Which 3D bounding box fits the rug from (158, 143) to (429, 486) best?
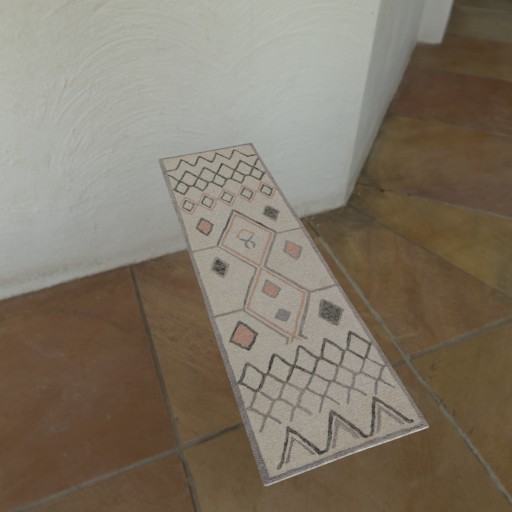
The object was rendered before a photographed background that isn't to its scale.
[{"bbox_3d":[0.000,0.000,2.630,0.750,0.011,2.435,-13,47,-13],"label":"rug"}]
